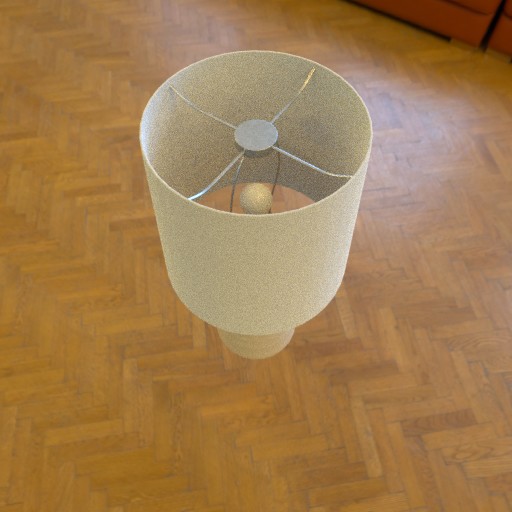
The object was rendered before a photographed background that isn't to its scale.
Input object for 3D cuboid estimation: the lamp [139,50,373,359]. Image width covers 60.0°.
[{"bbox_3d":[0.000,0.000,0.472,0.186,0.369,0.186,0,59,0],"label":"lamp"}]
